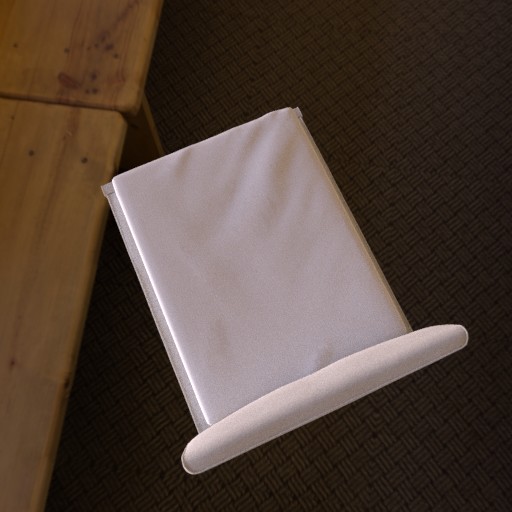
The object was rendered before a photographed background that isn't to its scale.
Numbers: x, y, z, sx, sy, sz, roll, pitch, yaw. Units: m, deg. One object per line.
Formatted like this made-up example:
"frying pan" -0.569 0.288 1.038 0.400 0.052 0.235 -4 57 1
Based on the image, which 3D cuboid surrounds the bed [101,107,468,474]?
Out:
"bed" 0.000 0.000 3.531 1.980 1.126 2.498 -23 78 -5
